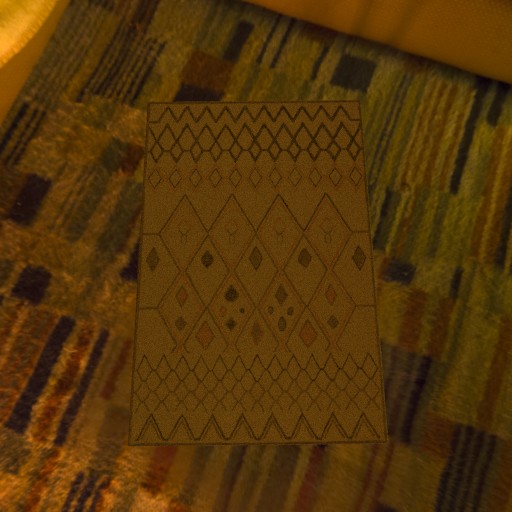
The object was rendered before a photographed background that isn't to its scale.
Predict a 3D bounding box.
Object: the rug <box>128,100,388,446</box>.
[{"bbox_3d":[0.000,0.000,2.305,1.219,0.016,1.829,-1,75,0],"label":"rug"}]
